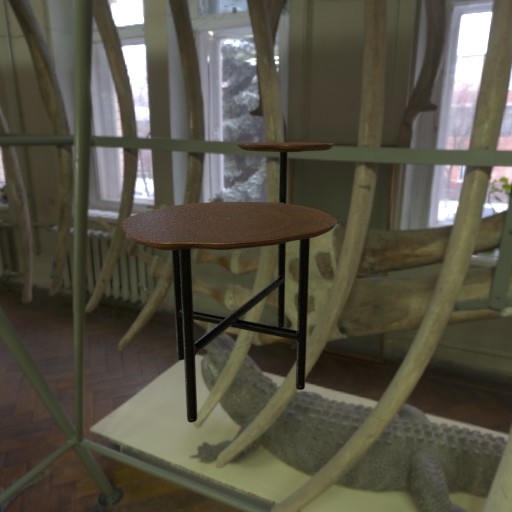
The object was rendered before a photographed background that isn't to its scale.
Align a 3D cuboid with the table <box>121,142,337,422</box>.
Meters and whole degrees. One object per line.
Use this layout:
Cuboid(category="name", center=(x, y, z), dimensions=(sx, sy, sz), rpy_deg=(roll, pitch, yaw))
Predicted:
Cuboid(category="table", center=(0.000, 0.000, 1.109), dimensions=(0.442, 0.538, 0.759), rpy_deg=(7, 17, 24))
